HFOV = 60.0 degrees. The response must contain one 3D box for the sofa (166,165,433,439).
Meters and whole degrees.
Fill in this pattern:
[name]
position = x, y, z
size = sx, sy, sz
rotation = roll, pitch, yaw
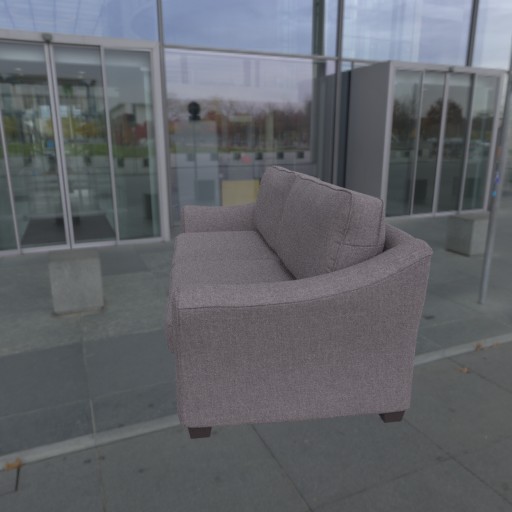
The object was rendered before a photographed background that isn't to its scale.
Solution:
[sofa]
position = 0.000, 0.000, 2.668
size = 1.013, 0.976, 2.203
rotation = -2, 15, -8
